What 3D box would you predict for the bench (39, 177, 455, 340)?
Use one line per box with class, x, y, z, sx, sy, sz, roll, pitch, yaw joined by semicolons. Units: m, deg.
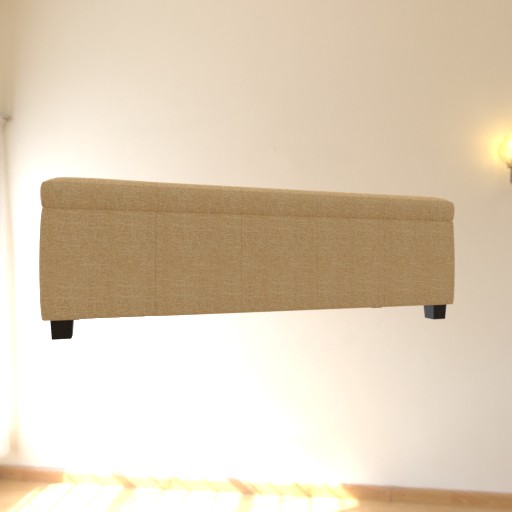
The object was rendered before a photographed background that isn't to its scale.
bench;0.000;0.000;1.431;1.219;0.406;0.432;0;0;-19
